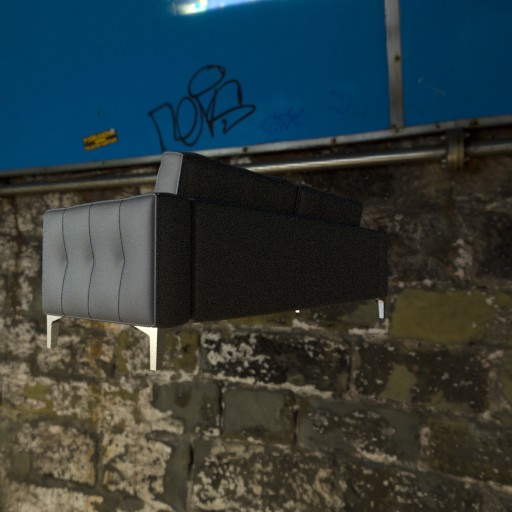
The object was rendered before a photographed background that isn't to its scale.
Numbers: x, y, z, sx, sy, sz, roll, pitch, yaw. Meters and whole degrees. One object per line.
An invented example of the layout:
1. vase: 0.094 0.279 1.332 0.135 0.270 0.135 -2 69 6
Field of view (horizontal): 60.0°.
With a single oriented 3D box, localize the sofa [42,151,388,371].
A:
1. sofa: 0.000 0.000 2.714 0.833 0.893 2.275 -1 -2 37
